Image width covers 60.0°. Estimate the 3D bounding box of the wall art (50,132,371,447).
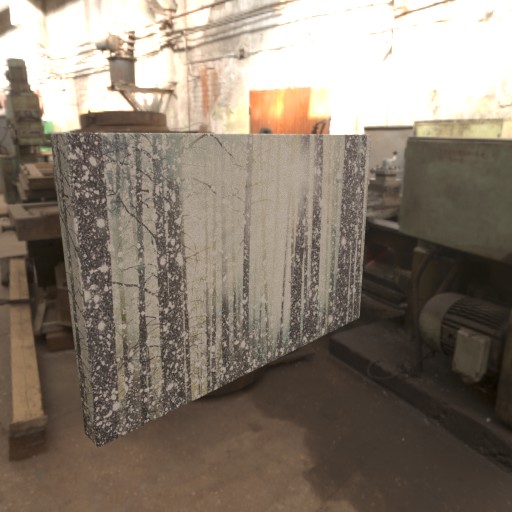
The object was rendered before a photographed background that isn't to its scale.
[{"bbox_3d":[0.000,0.000,0.750,0.618,0.398,0.042,-14,21,-42],"label":"wall art"}]
